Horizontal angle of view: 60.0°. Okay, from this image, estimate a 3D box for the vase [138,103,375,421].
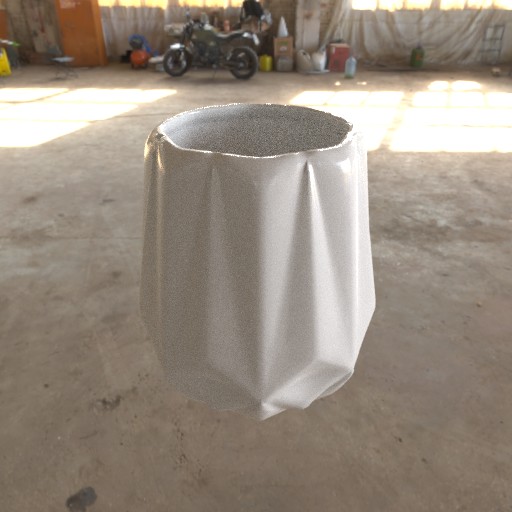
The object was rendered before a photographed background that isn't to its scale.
[{"bbox_3d":[0.000,0.000,0.258,0.141,0.152,0.141,0,31,0],"label":"vase"}]
